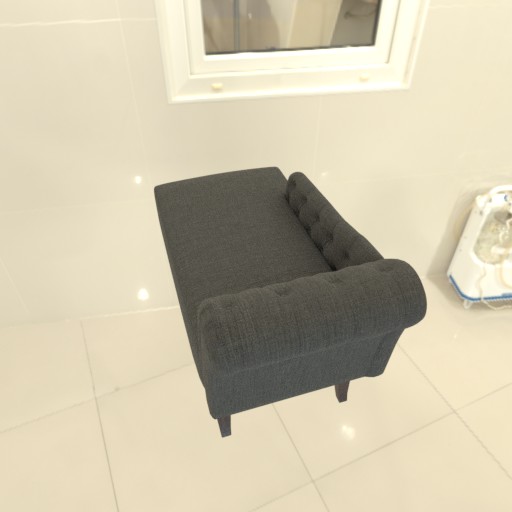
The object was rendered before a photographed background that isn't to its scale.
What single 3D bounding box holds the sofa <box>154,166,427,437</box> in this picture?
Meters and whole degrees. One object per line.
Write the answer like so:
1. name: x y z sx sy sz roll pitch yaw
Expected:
1. sofa: 0.000 0.000 1.820 0.675 0.787 1.379 -12 43 -13
